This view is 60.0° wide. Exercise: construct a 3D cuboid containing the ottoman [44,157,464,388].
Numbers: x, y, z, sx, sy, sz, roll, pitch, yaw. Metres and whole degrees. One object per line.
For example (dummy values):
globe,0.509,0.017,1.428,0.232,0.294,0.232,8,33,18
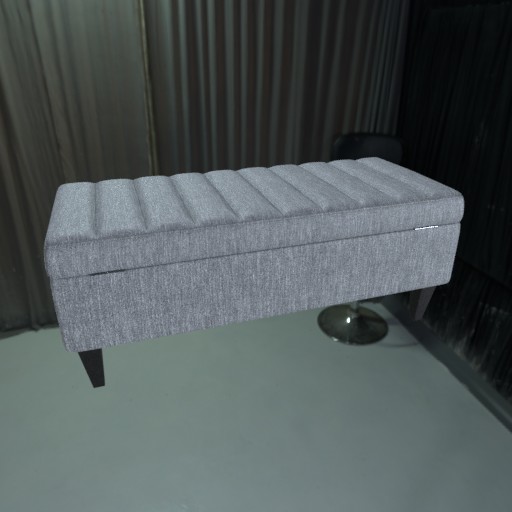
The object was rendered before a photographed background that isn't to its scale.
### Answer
ottoman,0.000,0.000,1.416,1.151,0.469,0.482,-8,27,-16
